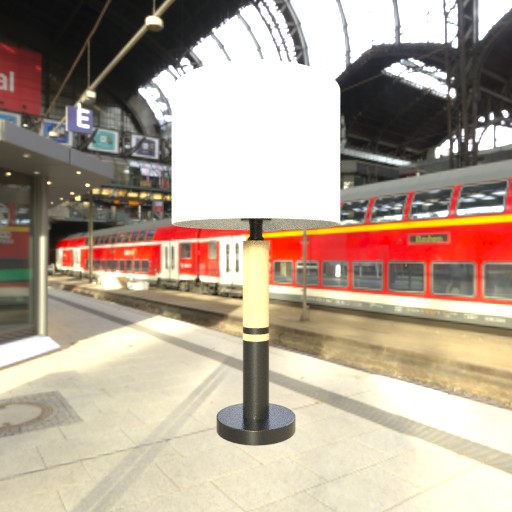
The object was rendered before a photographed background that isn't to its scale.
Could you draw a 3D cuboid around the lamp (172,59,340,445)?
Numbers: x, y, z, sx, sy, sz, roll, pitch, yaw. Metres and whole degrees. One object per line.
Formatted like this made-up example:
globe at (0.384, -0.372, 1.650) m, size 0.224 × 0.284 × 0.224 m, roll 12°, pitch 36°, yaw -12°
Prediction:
lamp at (0.000, 0.000, 0.818) m, size 0.305 × 0.640 × 0.305 m, roll 0°, pitch 0°, yaw -36°
